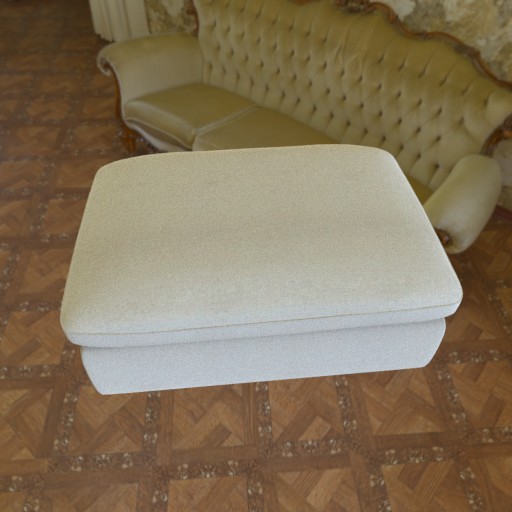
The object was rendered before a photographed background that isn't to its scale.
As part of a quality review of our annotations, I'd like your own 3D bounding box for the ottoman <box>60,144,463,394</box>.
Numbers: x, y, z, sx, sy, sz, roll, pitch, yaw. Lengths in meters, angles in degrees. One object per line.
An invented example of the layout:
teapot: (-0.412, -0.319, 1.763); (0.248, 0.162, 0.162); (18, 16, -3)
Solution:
ottoman: (0.000, 0.000, 1.360); (0.984, 0.453, 0.686); (-4, 47, -4)
